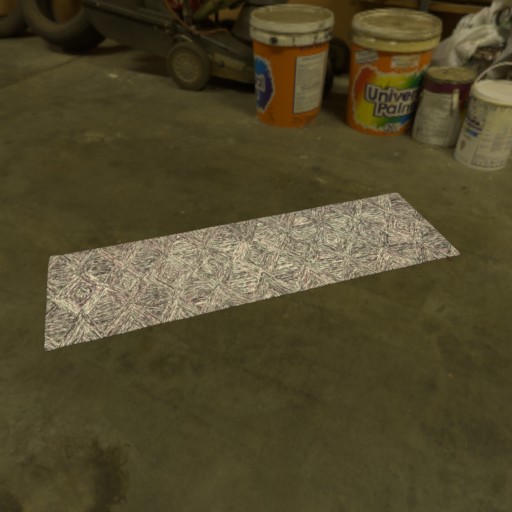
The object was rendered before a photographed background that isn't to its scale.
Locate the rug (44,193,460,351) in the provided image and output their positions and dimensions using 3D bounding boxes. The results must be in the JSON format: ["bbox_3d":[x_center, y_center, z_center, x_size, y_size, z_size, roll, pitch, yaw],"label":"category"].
[{"bbox_3d":[0.000,0.000,2.589,2.305,0.013,0.719,-12,42,-13],"label":"rug"}]
